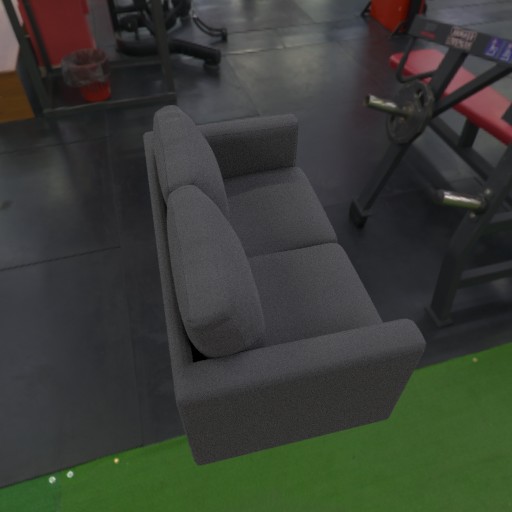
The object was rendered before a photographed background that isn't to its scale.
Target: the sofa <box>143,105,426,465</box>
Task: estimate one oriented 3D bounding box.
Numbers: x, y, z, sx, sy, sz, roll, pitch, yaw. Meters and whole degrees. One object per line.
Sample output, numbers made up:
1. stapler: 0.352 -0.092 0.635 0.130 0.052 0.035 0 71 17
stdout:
1. sofa: 0.000 0.000 1.926 0.796 0.908 1.430 -10 48 -9
